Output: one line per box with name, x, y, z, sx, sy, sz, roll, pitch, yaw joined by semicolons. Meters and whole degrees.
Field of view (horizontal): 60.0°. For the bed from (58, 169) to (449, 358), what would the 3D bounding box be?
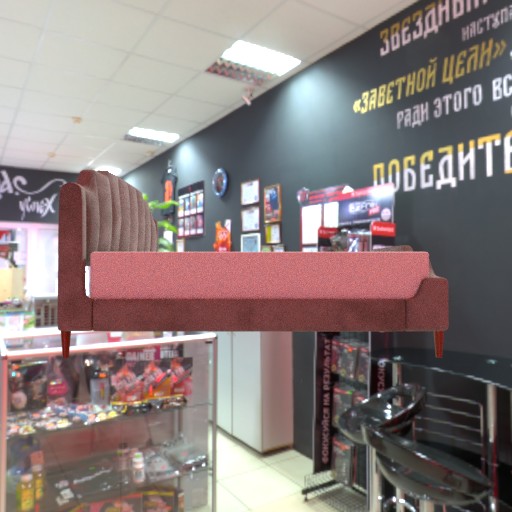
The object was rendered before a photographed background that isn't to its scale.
bed;0.000;0.000;3.639;2.340;1.245;2.074;0;-1;0
